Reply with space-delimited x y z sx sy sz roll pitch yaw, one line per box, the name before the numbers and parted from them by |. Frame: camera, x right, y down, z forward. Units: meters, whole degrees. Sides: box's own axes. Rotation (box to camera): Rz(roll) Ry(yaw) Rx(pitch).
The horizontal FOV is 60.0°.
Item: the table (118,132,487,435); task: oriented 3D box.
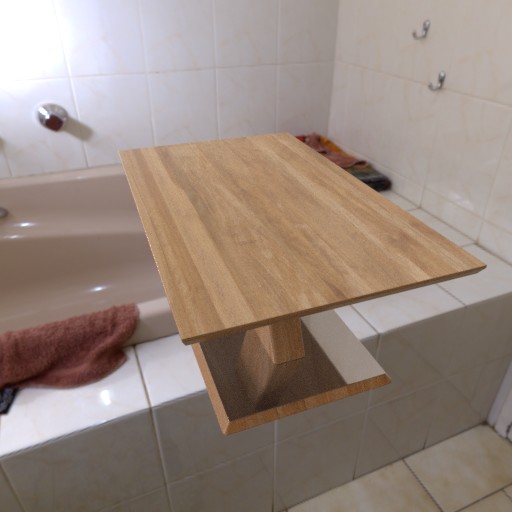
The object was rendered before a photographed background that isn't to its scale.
table | 0.000 0.000 1.440 0.692 0.441 1.100 -11 33 -17
